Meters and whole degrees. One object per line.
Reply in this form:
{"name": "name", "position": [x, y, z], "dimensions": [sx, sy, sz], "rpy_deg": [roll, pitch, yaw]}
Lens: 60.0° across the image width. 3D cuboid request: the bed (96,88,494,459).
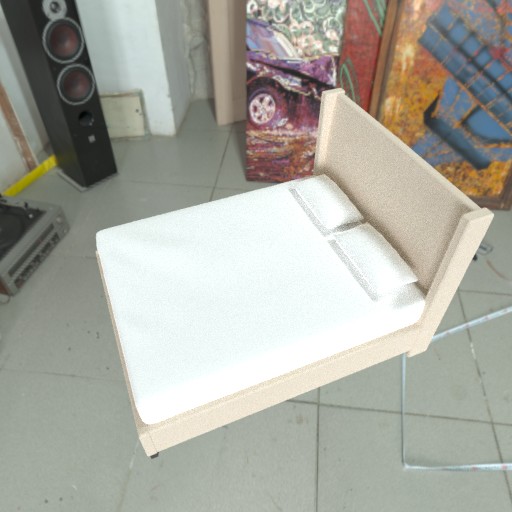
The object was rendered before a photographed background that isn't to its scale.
{"name": "bed", "position": [0.000, 0.000, 3.368], "dimensions": [2.293, 1.471, 1.778], "rpy_deg": [-17, 48, -16]}
